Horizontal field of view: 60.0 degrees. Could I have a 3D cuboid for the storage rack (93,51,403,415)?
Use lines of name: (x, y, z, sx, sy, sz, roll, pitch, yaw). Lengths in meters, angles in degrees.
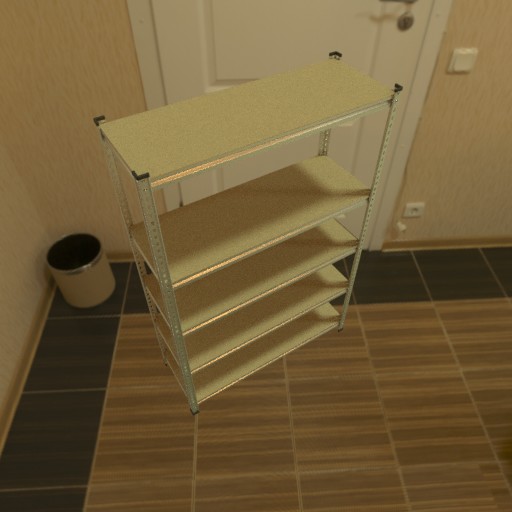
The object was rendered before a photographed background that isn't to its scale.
storage rack: (0.000, 0.000, 2.477, 1.219, 1.829, 0.457, -24, 51, -22)
